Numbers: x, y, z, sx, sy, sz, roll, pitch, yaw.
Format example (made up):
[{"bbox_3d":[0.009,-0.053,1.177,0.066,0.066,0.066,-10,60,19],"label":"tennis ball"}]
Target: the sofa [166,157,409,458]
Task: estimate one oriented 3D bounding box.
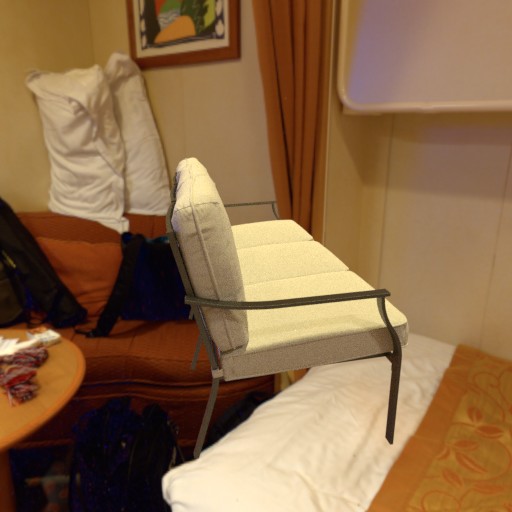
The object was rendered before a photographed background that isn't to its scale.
[{"bbox_3d":[0.000,0.000,2.158,0.787,0.860,1.740,-3,17,-9],"label":"sofa"}]
